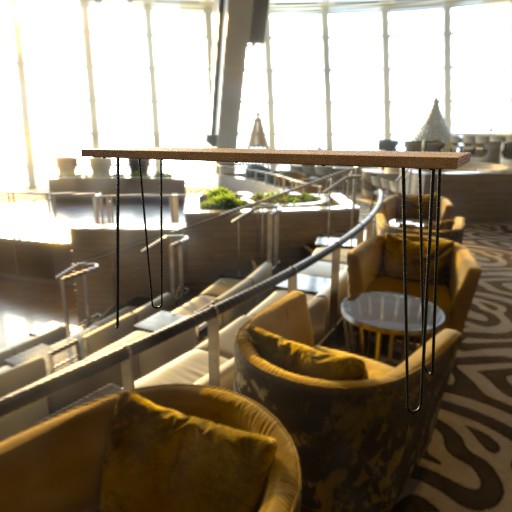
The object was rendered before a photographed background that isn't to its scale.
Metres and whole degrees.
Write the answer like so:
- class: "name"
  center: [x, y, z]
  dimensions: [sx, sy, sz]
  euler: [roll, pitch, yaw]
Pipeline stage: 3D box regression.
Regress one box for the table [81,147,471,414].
- class: "table"
  center: [0.000, 0.000, 1.726]
  dimensions: [1.400, 0.799, 0.399]
  euler: [8, 17, 28]
